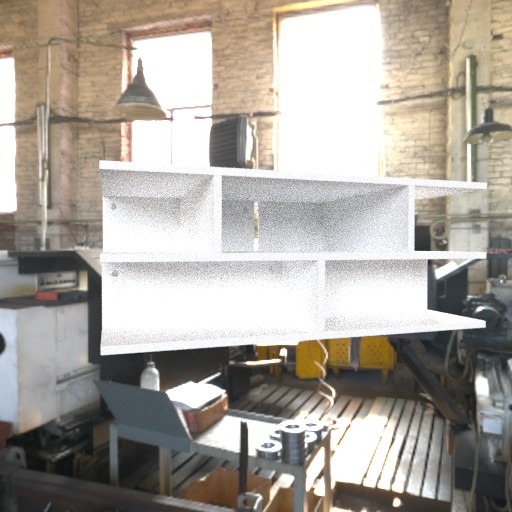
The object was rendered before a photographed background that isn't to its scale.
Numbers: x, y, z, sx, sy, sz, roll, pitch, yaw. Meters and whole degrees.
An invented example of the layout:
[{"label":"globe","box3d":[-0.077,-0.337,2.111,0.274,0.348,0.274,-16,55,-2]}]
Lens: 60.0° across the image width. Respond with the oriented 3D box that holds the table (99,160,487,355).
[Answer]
[{"label":"table","box3d":[0.000,0.000,1.073,0.700,0.289,0.700,0,1,-18]}]
